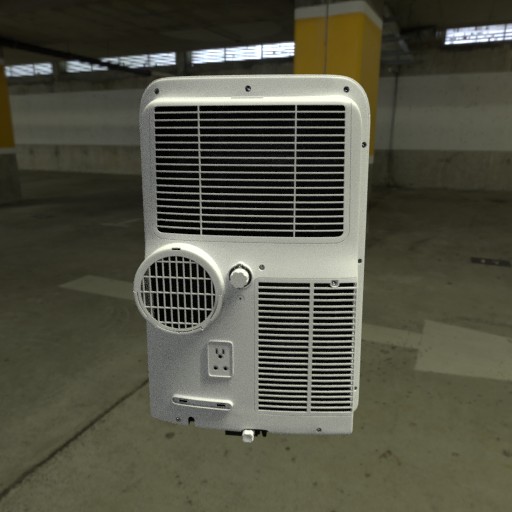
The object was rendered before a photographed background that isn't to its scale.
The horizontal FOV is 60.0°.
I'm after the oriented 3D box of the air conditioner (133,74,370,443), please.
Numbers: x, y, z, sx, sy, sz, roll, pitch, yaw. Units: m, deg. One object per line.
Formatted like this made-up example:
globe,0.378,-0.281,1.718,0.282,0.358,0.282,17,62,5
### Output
air conditioner,0.000,0.000,0.956,0.454,0.700,0.365,2,15,6
